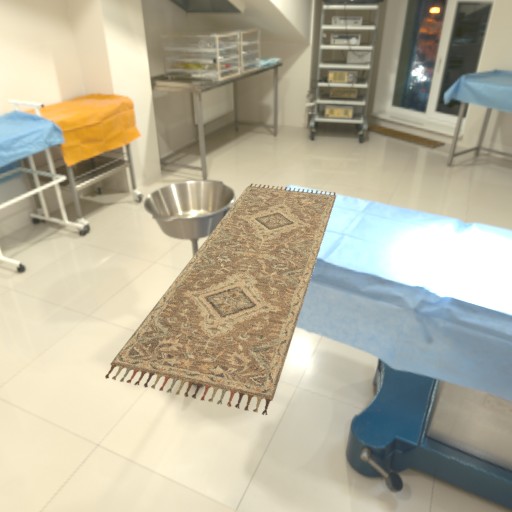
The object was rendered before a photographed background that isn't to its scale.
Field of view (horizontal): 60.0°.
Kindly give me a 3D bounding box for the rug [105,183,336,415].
[{"bbox_3d":[0.000,0.000,2.745,1.324,0.018,2.378,18,35,27],"label":"rug"}]
